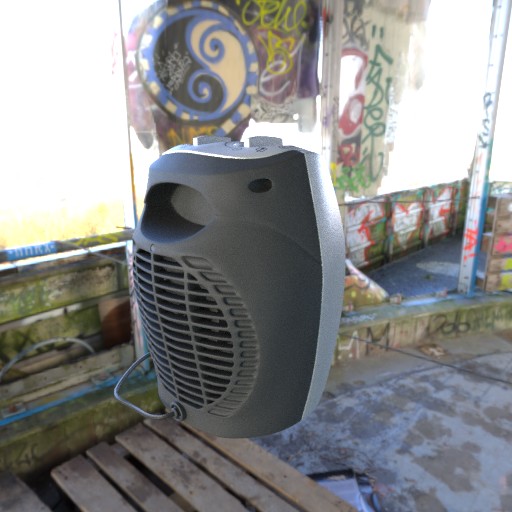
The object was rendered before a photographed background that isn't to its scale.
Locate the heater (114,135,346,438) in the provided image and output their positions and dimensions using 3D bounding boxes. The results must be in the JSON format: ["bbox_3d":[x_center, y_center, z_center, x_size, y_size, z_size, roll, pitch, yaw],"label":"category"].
[{"bbox_3d":[0.000,0.000,0.457,0.239,0.240,0.291,14,20,41],"label":"heater"}]
